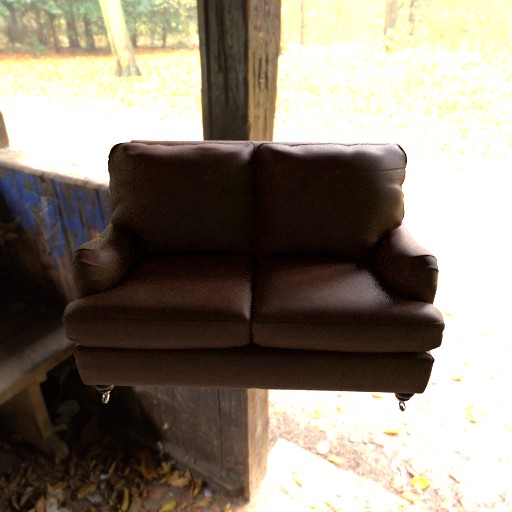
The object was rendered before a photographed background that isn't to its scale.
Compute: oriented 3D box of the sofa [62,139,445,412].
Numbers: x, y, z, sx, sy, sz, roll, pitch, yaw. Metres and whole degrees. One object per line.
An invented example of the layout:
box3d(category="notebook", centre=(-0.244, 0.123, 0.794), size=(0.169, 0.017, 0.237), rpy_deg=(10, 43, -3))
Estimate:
box3d(category="sofa", centre=(0.000, 0.000, 2.148), size=(1.527, 1.004, 1.077), rpy_deg=(1, 29, 2))
